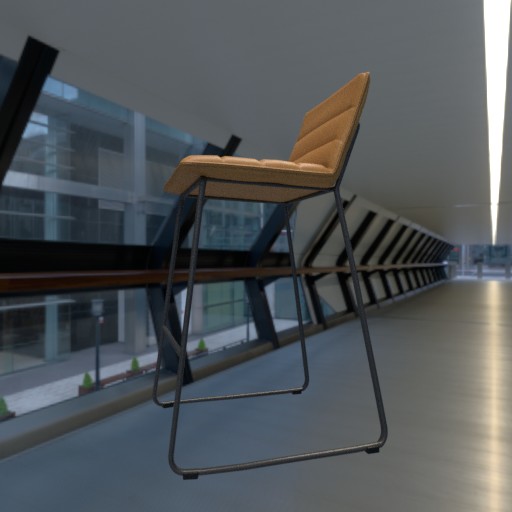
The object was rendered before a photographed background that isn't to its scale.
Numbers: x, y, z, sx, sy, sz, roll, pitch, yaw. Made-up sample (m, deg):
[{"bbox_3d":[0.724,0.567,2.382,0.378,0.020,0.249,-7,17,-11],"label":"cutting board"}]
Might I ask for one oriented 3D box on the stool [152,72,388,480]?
[{"bbox_3d":[0.000,0.000,1.217,0.524,0.936,0.489,0,0,-17],"label":"stool"}]
